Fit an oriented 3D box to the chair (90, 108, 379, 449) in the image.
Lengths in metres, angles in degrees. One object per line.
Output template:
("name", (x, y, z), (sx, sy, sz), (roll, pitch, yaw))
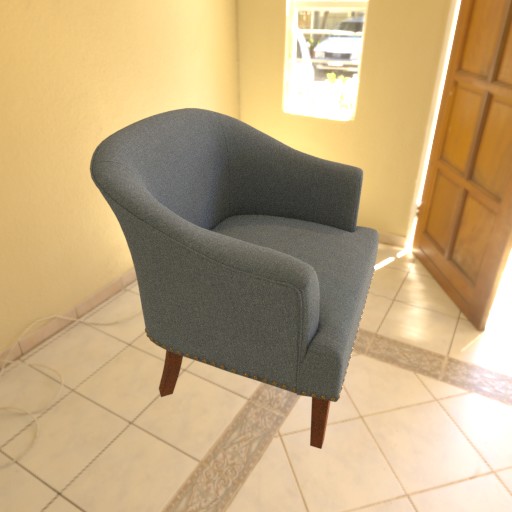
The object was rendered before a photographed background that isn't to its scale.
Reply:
("chair", (0.000, 0.000, 1.414), (0.704, 0.815, 0.798), (11, 32, 18))
